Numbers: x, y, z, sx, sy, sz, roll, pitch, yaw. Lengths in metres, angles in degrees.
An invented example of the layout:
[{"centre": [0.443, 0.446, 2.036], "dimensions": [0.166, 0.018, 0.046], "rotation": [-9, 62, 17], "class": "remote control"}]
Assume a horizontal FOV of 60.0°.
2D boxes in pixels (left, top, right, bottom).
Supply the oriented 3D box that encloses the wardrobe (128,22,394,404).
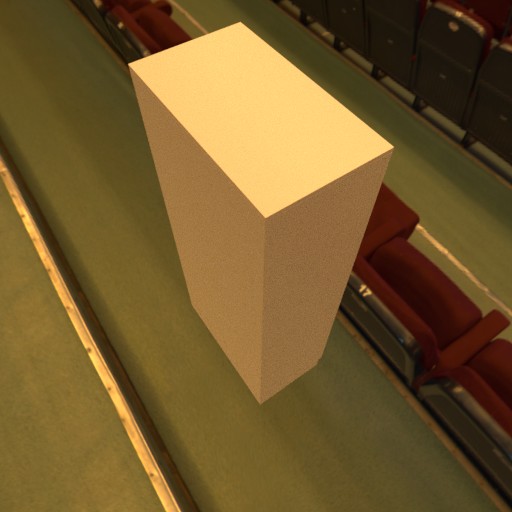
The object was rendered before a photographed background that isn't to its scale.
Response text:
[{"centre": [0.000, 0.000, 2.032], "dimensions": [0.470, 1.700, 0.760], "rotation": [-30, 62, -18], "class": "wardrobe"}]
